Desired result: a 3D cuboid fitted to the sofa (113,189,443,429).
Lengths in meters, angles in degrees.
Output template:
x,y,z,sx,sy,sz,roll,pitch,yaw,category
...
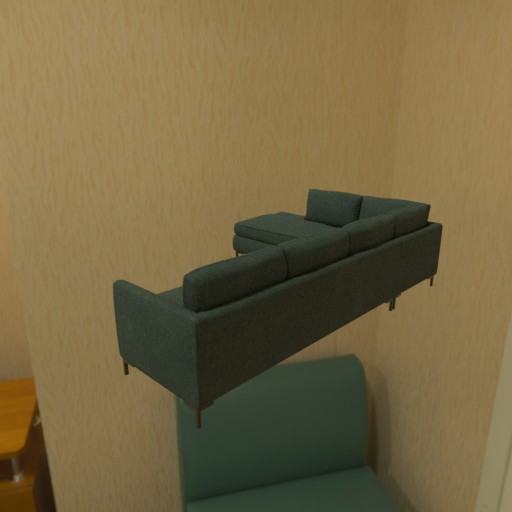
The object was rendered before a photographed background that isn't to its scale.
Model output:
x,y,z,sx,sy,sz,roll,pitch,yaw,category
0.000,0.000,3.802,2.007,0.815,2.949,16,23,42,sofa
